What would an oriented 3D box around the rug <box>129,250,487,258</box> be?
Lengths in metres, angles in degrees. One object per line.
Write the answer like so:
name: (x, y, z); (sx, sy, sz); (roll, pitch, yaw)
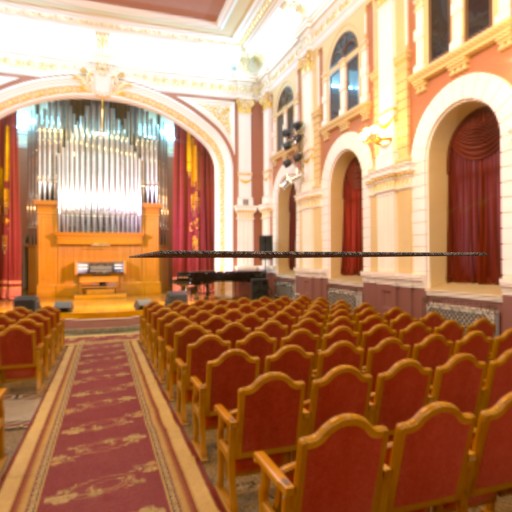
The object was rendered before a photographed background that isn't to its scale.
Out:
rug: (0.000, 0.000, 2.291); (1.189, 0.011, 1.808); (0, -1, -19)
